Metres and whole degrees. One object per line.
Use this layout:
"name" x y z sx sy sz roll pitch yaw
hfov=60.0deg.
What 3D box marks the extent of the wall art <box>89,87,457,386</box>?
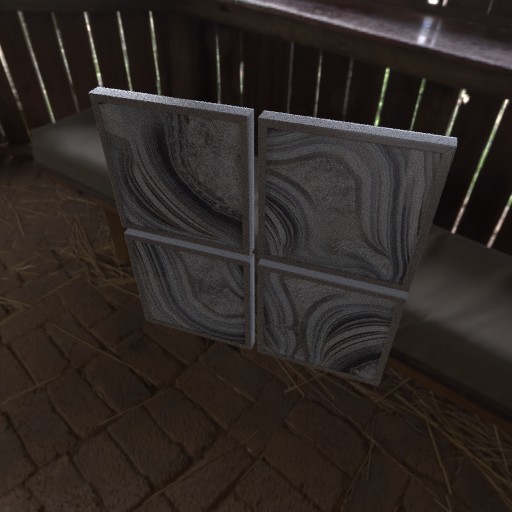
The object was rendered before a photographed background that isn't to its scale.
"wall art" 0.000 0.000 0.914 0.611 0.611 0.029 13 43 14
